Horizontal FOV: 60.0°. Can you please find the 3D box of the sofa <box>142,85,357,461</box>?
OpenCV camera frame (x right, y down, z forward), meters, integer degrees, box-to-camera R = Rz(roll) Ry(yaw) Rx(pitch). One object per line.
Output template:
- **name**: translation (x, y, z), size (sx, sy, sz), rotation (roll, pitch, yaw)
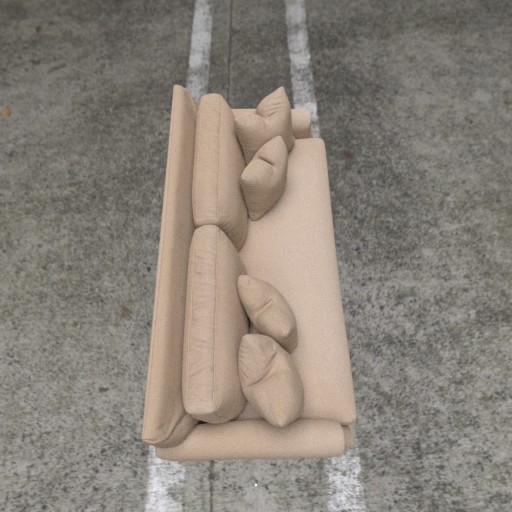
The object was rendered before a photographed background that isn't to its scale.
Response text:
- **sofa**: translation (0.000, 0.000, 2.727), size (1.067, 0.904, 2.285), rotation (-1, 63, -1)
